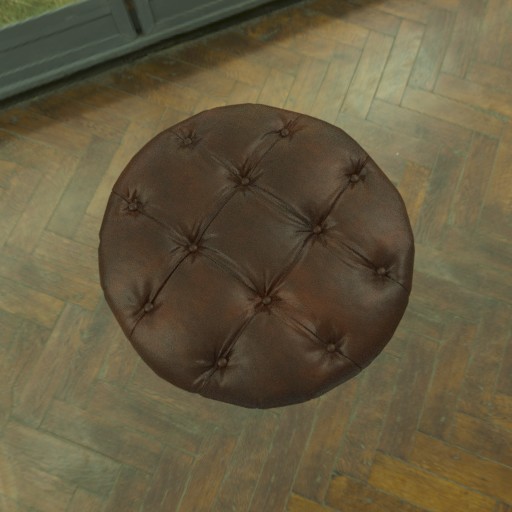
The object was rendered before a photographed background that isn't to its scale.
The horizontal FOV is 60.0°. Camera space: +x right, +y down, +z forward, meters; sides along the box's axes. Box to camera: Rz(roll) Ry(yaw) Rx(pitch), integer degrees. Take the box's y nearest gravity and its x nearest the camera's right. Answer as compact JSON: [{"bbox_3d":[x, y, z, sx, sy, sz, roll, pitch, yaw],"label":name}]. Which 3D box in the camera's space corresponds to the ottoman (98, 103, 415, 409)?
[{"bbox_3d":[0.000,0.000,1.387,0.901,0.455,0.901,0,76,0],"label":"ottoman"}]
